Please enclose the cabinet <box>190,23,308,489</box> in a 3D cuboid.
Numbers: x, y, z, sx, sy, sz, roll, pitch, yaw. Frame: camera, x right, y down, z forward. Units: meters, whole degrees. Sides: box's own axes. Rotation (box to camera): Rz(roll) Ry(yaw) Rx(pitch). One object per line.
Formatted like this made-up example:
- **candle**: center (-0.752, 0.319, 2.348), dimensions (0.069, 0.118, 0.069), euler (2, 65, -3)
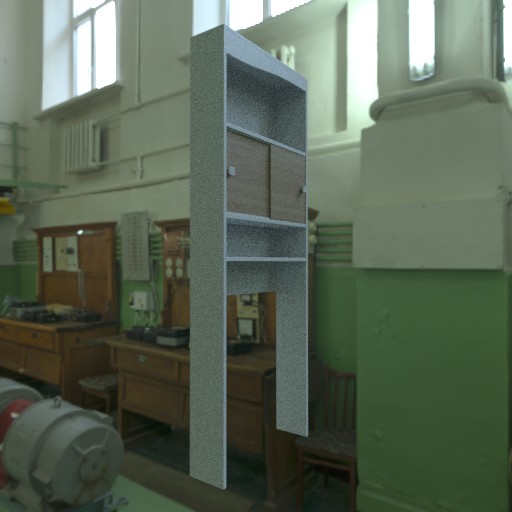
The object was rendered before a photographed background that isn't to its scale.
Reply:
- **cabinet**: center (0.000, 0.000, 1.991), dimensions (0.192, 1.770, 0.643), euler (-1, -1, 36)
